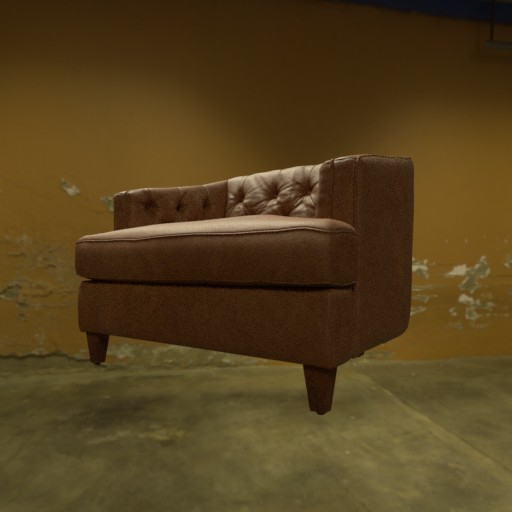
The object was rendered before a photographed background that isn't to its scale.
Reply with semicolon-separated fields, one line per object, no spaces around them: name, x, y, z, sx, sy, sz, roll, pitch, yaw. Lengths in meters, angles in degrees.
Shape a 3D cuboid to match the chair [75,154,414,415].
chair;0.000;0.000;1.737;1.119;0.836;0.911;-1;-2;36
